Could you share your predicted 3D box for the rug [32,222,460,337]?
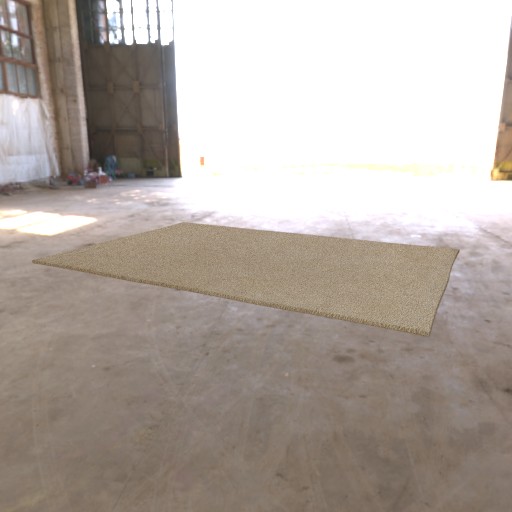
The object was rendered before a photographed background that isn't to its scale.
[{"bbox_3d":[0.000,0.000,3.352,2.699,0.025,1.800,7,16,27],"label":"rug"}]
